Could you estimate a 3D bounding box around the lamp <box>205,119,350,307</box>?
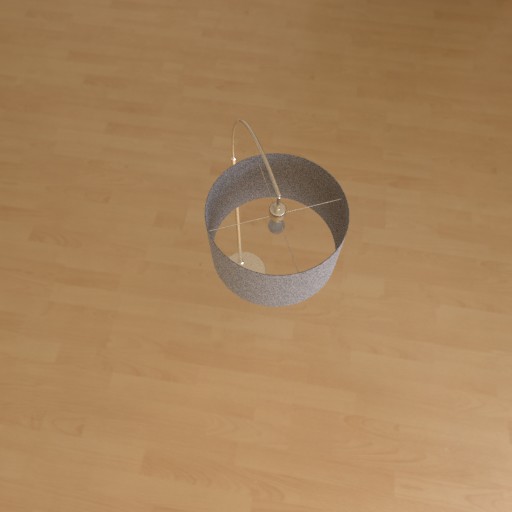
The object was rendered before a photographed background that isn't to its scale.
[{"bbox_3d":[0.000,0.000,2.179,0.452,1.735,0.934,-14,64,-7],"label":"lamp"}]
